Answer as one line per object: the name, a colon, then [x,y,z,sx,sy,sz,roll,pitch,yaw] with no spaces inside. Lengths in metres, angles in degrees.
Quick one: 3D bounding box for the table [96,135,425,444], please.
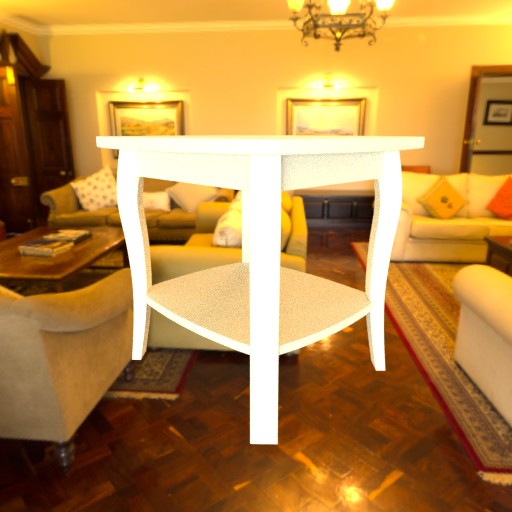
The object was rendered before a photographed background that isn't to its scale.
table: [0.000,0.000,0.839,0.451,0.438,0.502,-15,21,-42]
